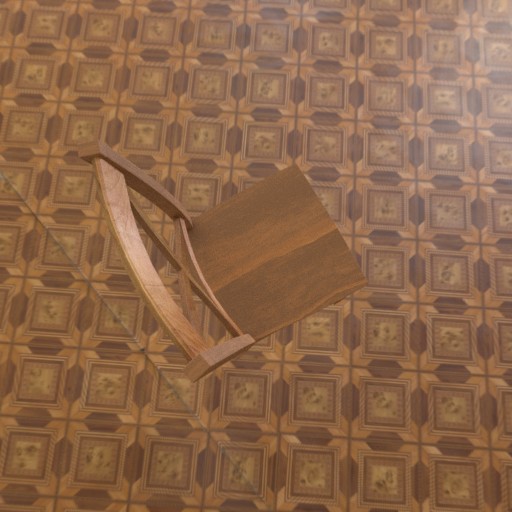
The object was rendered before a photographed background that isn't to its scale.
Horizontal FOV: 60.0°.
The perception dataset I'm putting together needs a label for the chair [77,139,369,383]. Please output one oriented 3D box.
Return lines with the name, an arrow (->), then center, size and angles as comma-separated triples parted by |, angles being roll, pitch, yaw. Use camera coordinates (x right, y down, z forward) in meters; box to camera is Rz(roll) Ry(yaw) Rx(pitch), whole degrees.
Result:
chair -> 0.000, 0.000, 1.278 | 0.542, 0.983, 0.485 | -28, 78, -6
